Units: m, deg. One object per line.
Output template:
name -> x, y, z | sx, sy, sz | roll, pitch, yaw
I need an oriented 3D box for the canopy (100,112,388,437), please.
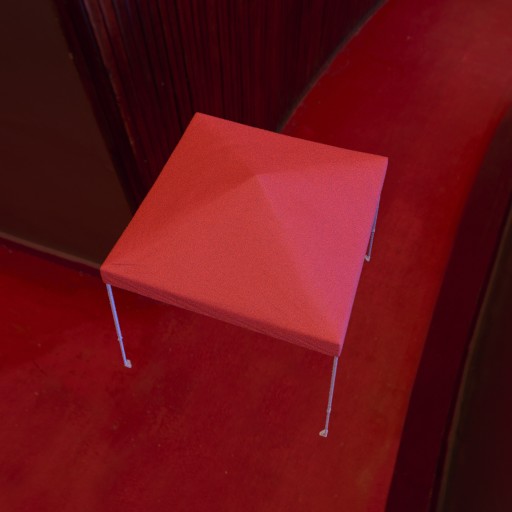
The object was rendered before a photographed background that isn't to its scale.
canopy -> 0.000, 0.000, 6.776 | 3.600, 3.600, 3.599 | 16, 59, 10
